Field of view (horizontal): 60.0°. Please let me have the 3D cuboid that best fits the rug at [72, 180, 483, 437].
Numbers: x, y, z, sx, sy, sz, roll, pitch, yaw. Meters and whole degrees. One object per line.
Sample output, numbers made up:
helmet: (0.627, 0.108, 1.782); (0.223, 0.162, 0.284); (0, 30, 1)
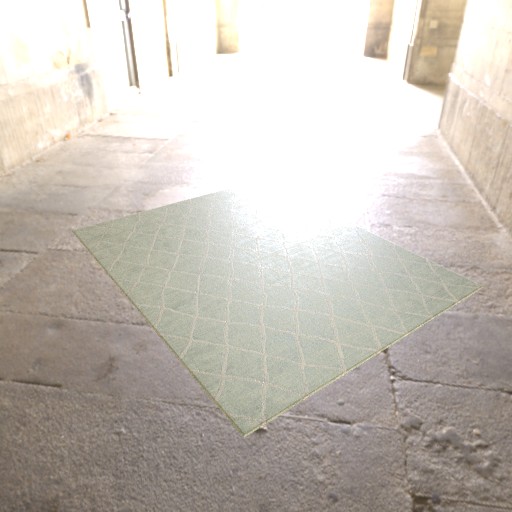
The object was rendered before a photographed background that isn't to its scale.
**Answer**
rug: (0.000, 0.000, 4.086); (2.420, 0.019, 3.039); (-21, 36, -31)
